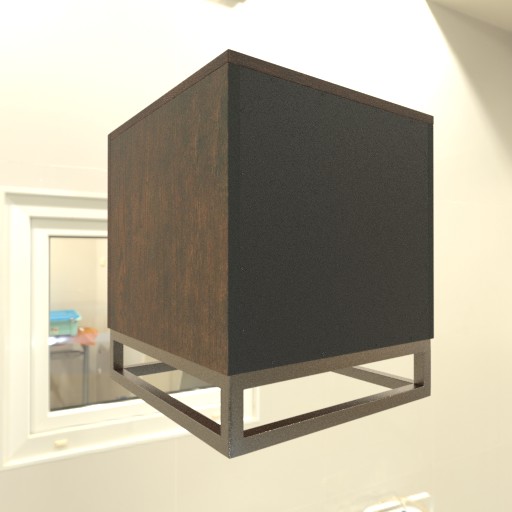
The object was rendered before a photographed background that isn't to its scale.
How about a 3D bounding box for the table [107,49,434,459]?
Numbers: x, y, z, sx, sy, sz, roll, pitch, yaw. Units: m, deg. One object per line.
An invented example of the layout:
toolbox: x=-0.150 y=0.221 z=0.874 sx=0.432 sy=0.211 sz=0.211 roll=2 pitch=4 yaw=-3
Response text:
table: x=0.000 y=0.000 z=1.000 sx=0.506 sy=0.582 sz=0.566 roll=0 pitch=0 yaw=-36
